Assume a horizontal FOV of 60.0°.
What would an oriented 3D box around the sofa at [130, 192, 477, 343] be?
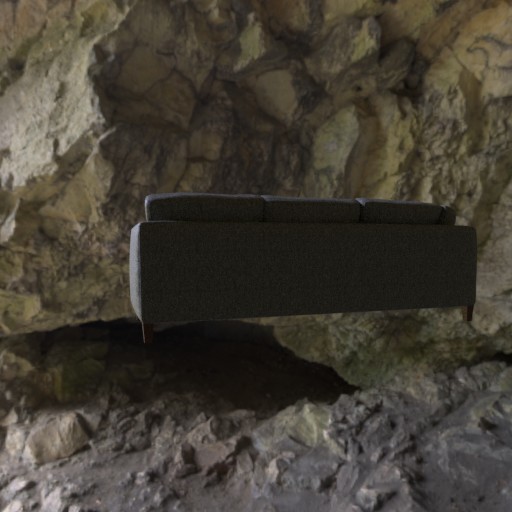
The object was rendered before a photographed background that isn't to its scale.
[{"bbox_3d":[0.000,0.000,4.586,2.593,0.947,3.302,-1,2,-18],"label":"sofa"}]
